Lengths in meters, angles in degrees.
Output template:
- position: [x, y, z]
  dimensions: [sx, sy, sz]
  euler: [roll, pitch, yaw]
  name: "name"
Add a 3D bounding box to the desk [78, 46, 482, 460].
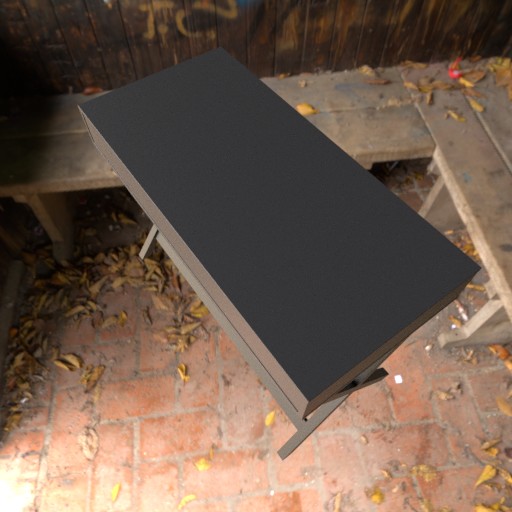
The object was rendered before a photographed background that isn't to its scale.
- position: [0.000, 0.000, 1.476]
  dimensions: [0.525, 0.780, 1.057]
  euler: [-31, 62, -19]
  name: "desk"
